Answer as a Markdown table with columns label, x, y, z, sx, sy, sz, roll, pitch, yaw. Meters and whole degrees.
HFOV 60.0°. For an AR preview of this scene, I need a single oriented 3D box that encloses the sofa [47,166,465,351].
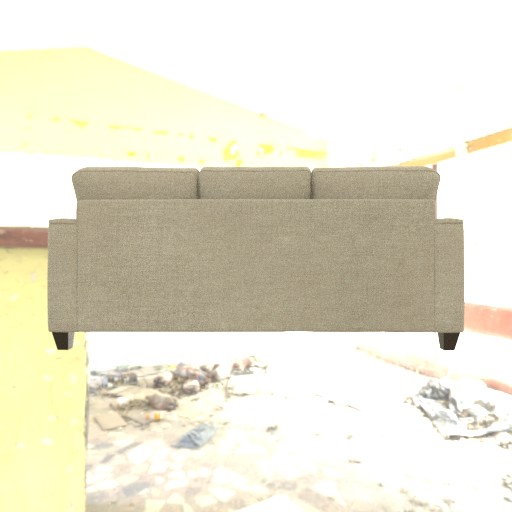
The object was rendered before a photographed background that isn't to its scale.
| label | x | y | z | sx | sy | sz | roll | pitch | yaw |
| --- | --- | --- | --- | --- | --- | --- | --- | --- | --- |
| sofa | 0.000 | 0.000 | 2.686 | 2.133 | 0.965 | 0.939 | 0 | 0 | 1 |
